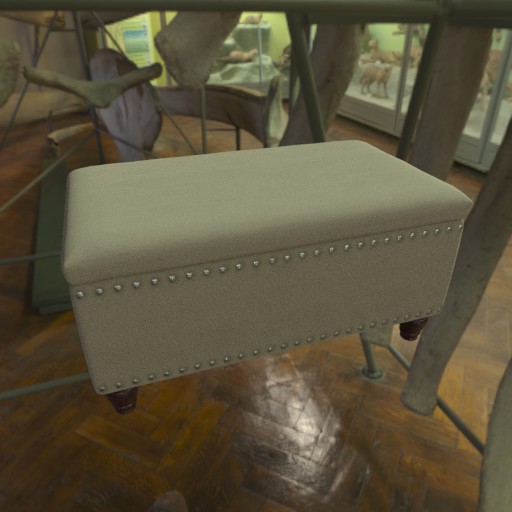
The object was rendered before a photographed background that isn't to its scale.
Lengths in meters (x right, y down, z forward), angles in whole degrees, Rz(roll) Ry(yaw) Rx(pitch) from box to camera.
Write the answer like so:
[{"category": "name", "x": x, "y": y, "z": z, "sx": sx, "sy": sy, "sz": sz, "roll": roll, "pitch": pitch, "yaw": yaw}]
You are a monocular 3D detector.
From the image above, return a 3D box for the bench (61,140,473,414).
[{"category": "bench", "x": 0.000, "y": 0.000, "z": 1.187, "sx": 0.887, "sy": 0.449, "sz": 0.500, "roll": -10, "pitch": 31, "yaw": -16}]
